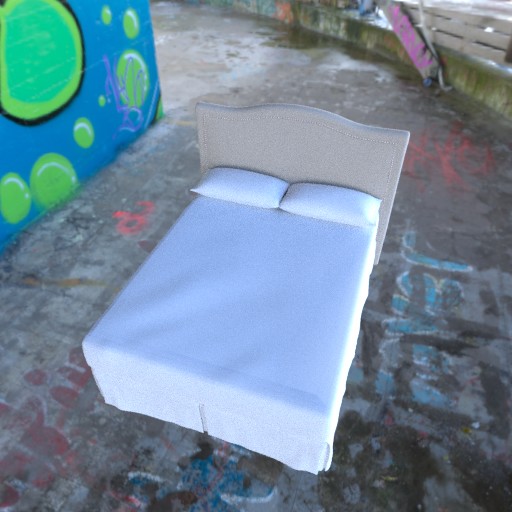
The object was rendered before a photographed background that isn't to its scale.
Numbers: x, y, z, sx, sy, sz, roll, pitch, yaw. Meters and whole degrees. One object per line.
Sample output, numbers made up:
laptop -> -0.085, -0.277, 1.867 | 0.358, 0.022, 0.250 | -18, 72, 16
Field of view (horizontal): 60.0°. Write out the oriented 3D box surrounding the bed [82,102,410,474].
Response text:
bed -> 0.000, 0.000, 3.092 | 1.678, 1.398, 2.052 | 13, 43, 14
